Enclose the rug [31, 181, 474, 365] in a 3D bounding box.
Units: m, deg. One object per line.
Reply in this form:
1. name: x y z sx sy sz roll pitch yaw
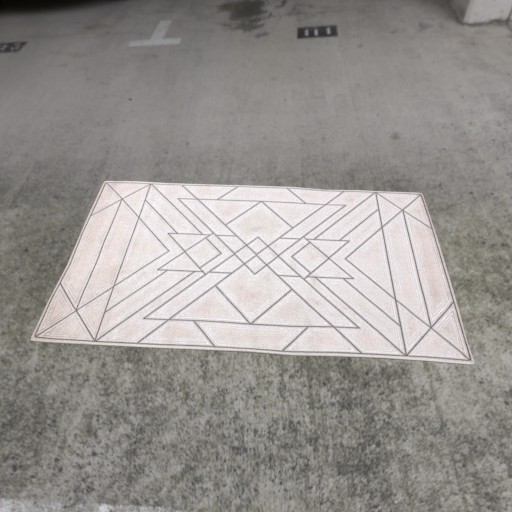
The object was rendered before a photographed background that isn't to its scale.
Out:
1. rug: 0.000 0.000 1.033 0.869 0.008 0.511 3 48 2
